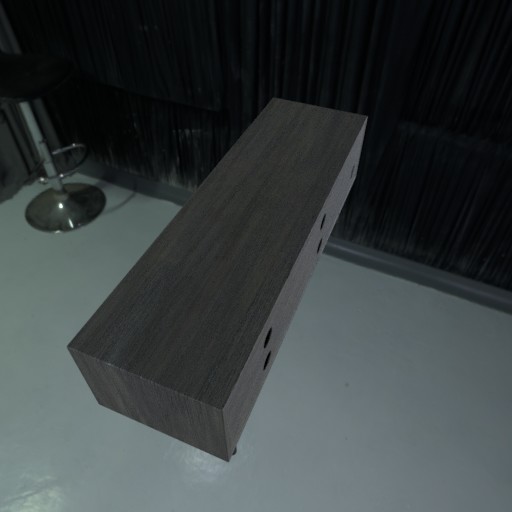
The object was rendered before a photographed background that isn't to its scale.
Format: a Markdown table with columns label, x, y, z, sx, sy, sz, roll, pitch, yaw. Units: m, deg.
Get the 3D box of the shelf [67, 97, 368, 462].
| label | x | y | z | sx | sy | sz | roll | pitch | yaw |
| --- | --- | --- | --- | --- | --- | --- | --- | --- | --- |
| shelf | 0.000 | 0.000 | 1.548 | 0.400 | 0.495 | 1.300 | 17 | 49 | 16 |
